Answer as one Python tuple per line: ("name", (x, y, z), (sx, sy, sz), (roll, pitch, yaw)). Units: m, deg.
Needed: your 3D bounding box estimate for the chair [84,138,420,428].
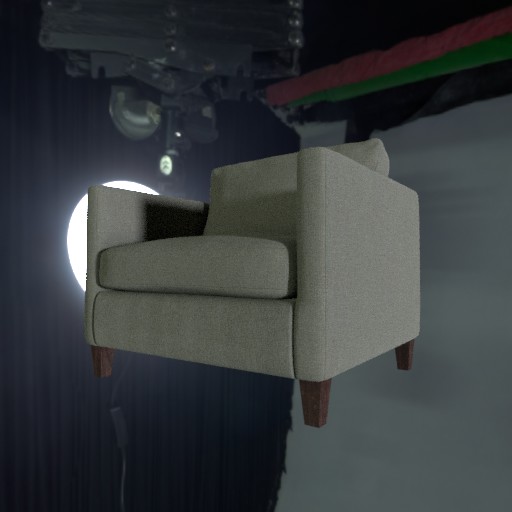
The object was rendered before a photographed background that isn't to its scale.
("chair", (0.000, 0.000, 1.845), (1.107, 0.963, 0.959), (-1, -2, 35))
